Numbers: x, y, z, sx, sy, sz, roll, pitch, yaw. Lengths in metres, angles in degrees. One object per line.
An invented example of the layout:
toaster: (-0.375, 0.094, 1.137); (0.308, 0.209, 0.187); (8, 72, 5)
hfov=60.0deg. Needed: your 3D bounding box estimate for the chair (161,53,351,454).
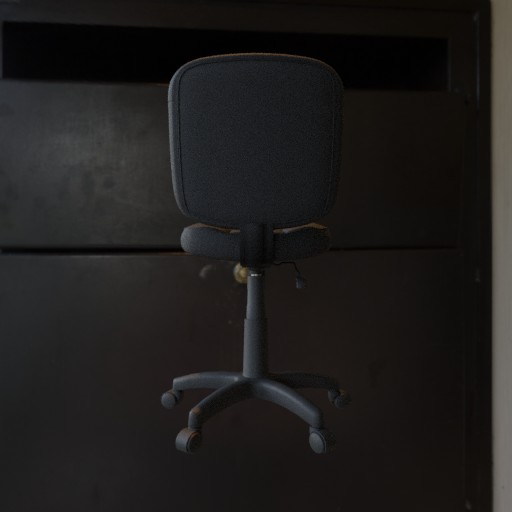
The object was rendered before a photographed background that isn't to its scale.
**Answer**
chair: (0.000, 0.000, 1.343); (0.610, 0.972, 0.610); (0, 0, 0)
